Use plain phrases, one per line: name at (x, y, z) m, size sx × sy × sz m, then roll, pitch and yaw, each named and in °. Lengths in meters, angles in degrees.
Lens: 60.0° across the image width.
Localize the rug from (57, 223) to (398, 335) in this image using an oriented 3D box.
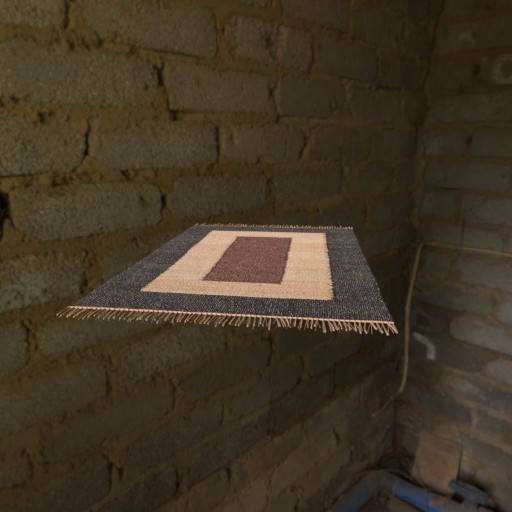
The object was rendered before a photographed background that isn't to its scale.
rug at (0.000, 0.000, 2.511) m, size 1.224 × 0.027 × 2.021 m, roll 2°, pitch 14°, yaw 7°
